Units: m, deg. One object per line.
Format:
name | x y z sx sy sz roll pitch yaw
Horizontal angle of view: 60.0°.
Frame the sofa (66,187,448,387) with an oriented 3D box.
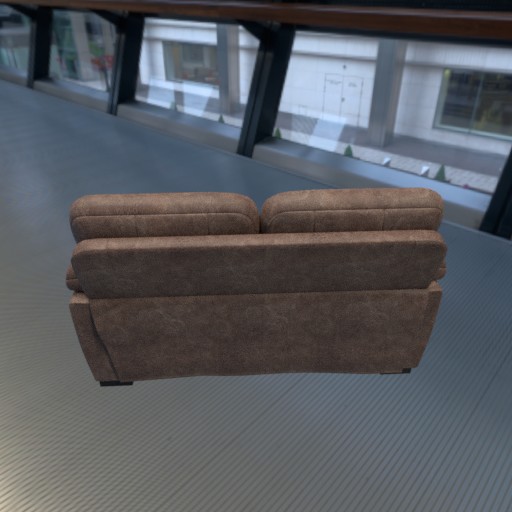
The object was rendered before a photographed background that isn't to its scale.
sofa | 0.000 0.000 2.346 1.753 0.991 0.991 -2 30 -3
